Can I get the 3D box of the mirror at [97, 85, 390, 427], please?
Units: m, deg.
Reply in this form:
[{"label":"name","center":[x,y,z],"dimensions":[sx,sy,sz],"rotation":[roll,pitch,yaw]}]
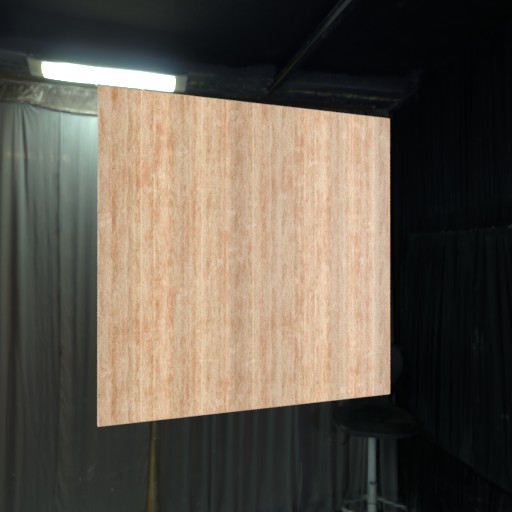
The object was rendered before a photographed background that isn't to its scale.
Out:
[{"label":"mirror","center":[0.000,0.000,0.968],"dimensions":[0.651,0.651,0.047],"rotation":[0,0,-18]}]
